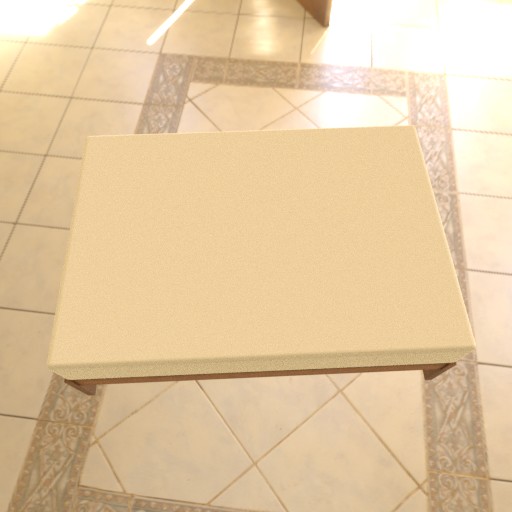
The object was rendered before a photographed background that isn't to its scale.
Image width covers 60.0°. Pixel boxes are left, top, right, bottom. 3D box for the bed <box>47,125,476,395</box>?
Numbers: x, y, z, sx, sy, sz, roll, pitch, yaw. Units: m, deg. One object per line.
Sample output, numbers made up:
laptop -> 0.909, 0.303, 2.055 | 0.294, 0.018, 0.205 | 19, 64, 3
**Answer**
bed -> 0.000, 0.000, 2.525 | 1.927, 0.616, 1.348 | -2, 63, -1
